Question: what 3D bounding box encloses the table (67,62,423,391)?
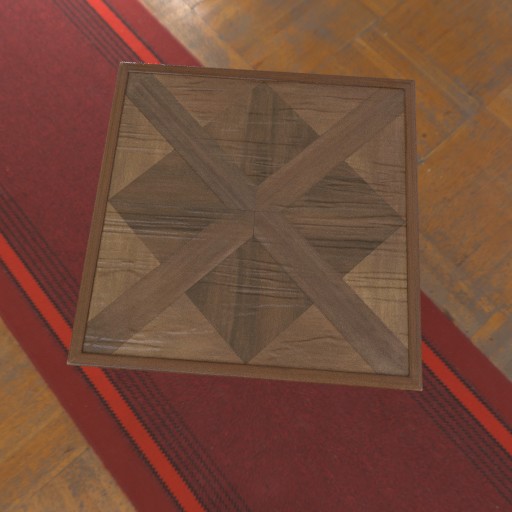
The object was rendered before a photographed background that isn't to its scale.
[{"bbox_3d":[0.000,0.000,0.957,0.503,0.563,0.503,4,75,1],"label":"table"}]
